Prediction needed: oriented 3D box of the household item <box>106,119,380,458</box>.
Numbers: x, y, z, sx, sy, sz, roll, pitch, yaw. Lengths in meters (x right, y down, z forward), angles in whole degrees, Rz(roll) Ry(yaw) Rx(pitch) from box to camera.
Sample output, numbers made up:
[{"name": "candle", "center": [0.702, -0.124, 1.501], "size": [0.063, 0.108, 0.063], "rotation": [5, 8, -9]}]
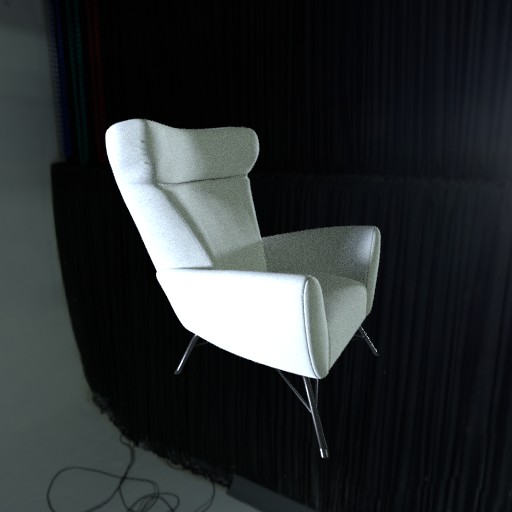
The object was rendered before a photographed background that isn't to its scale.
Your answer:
[{"name": "household item", "center": [0.000, 0.000, 1.814], "size": [0.900, 1.050, 0.980], "rotation": [7, 15, 26]}]
